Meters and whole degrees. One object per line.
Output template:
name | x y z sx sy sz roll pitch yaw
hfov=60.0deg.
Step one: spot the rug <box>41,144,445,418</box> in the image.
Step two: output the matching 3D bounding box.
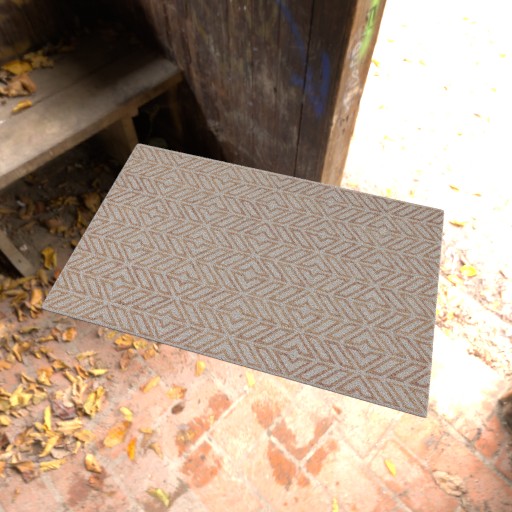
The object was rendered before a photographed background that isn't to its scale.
rug | 0.000 0.000 3.040 2.438 0.008 1.523 14 60 8
